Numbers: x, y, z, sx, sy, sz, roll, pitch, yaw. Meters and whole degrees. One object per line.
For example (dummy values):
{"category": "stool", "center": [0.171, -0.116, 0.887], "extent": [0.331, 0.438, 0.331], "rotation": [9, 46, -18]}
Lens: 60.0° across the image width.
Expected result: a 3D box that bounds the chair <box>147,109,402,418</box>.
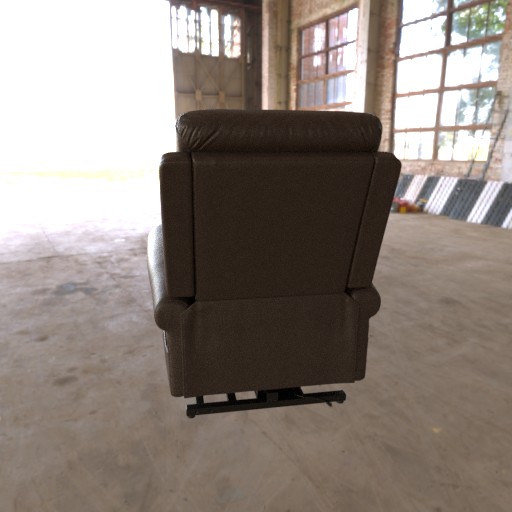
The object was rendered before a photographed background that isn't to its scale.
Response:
{"category": "chair", "center": [0.000, 0.000, 1.741], "extent": [0.869, 1.028, 0.978], "rotation": [-2, 14, -10]}
